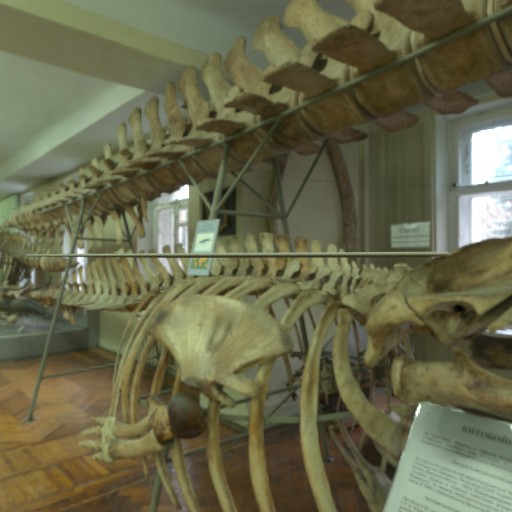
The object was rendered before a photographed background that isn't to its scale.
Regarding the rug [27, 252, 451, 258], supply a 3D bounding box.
[{"bbox_3d":[0.000,0.000,2.930,2.213,0.014,1.608,0,-1,18],"label":"rug"}]
